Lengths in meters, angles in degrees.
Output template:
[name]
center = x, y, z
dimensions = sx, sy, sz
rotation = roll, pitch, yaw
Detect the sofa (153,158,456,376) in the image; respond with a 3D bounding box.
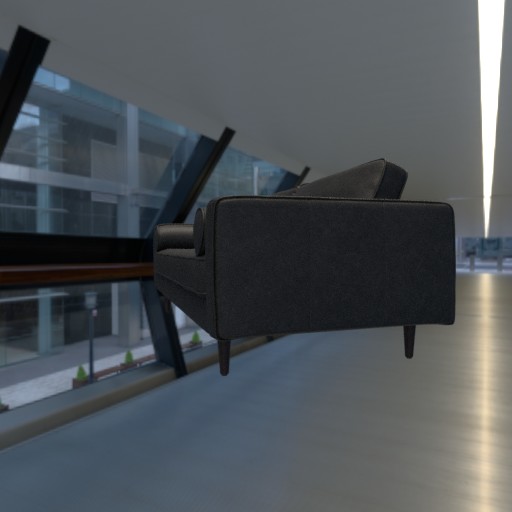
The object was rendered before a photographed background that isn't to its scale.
[sofa]
center = 0.000, 0.000, 2.321
dimensions = 0.921, 0.770, 1.879
rotation = 0, 1, -18
